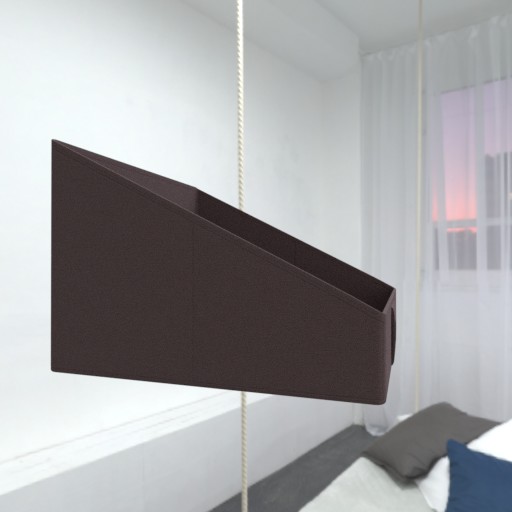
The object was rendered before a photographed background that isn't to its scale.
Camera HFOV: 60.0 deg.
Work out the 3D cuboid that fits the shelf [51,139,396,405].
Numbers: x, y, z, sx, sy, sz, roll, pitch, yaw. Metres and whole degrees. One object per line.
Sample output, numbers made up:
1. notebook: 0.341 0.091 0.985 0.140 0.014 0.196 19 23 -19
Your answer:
1. shelf: 0.000 0.000 0.485 0.292 0.210 0.292 0 -1 19
